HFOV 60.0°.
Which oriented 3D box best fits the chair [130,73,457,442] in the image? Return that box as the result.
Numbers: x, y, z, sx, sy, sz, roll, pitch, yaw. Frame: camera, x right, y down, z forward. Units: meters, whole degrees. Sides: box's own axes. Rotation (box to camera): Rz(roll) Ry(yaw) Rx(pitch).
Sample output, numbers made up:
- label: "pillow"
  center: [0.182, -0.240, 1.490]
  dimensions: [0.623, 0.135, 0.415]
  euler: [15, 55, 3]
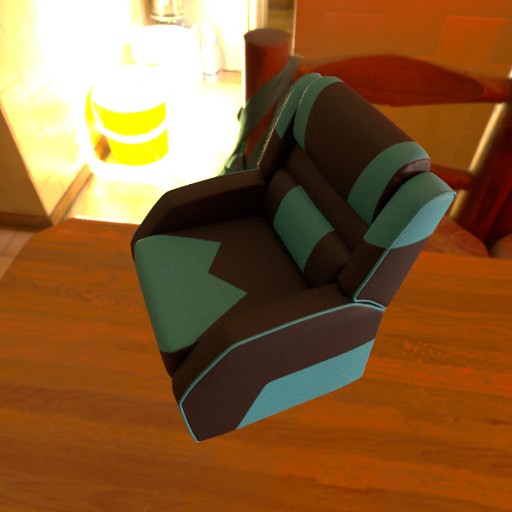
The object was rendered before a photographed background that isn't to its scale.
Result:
- label: "chair"
  center: [0.000, 0.000, 1.288]
  dimensions: [0.672, 0.805, 0.620]
  euler: [-17, 49, -15]
